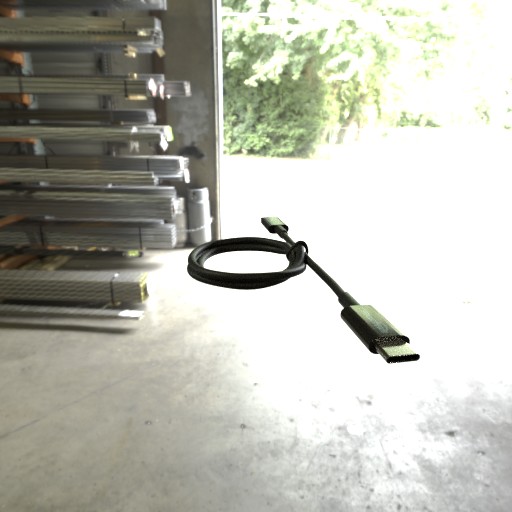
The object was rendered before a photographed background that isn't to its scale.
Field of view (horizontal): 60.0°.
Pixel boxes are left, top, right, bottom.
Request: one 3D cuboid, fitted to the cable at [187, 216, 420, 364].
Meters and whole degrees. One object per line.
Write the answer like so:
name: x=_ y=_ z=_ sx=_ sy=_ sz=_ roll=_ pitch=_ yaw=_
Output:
cable: x=0.000 y=0.000 z=0.224 sx=0.070 sy=0.014 sz=0.203 roll=-3 pitch=17 yaw=-10
